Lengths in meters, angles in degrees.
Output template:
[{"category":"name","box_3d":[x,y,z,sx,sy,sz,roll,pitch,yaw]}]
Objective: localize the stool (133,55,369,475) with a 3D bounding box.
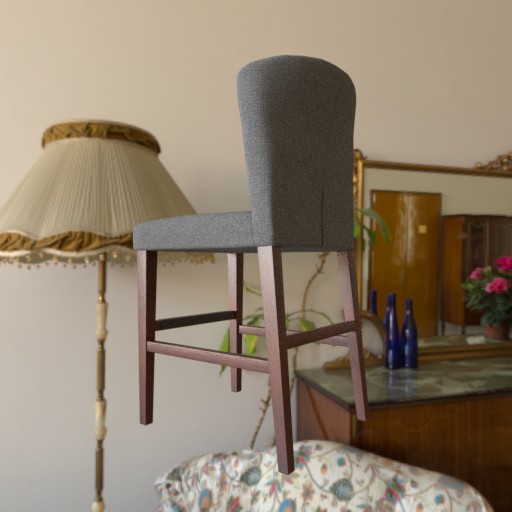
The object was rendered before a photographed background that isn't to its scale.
[{"category":"stool","box_3d":[0.000,0.000,1.303,0.568,0.968,0.479,-1,-1,37]}]
